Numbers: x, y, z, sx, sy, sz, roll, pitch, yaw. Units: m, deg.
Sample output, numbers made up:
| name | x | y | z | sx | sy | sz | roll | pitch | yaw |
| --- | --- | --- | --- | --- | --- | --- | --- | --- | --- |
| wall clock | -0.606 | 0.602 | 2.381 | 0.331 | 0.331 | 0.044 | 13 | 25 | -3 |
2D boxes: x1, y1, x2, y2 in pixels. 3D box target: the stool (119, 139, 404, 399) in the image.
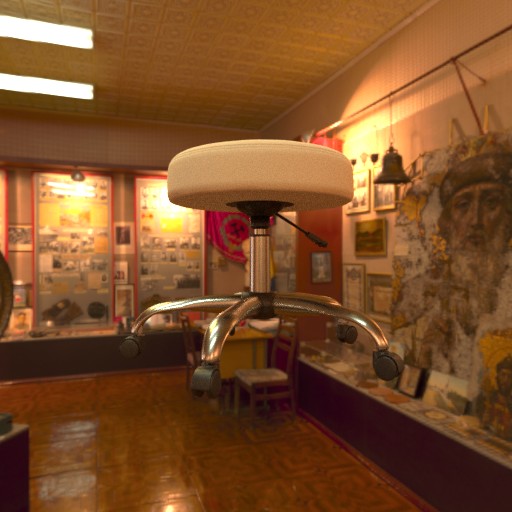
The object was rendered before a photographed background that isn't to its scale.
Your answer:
| name | x | y | z | sx | sy | sz | roll | pitch | yaw |
| --- | --- | --- | --- | --- | --- | --- | --- | --- | --- |
| stool | 0.000 | 0.000 | 1.073 | 0.634 | 0.482 | 0.614 | 0 | 0 | -18 |
